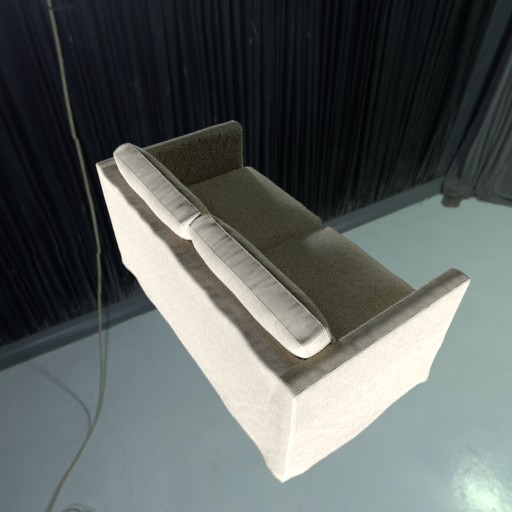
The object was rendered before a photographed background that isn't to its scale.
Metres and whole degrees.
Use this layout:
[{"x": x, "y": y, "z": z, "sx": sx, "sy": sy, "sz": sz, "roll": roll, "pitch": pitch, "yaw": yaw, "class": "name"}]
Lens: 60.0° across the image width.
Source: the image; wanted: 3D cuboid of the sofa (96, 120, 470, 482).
[{"x": 0.000, "y": 0.000, "z": 2.289, "sx": 0.956, "sy": 0.828, "sz": 1.766, "roll": -26, "pitch": 48, "yaw": -25, "class": "sofa"}]
